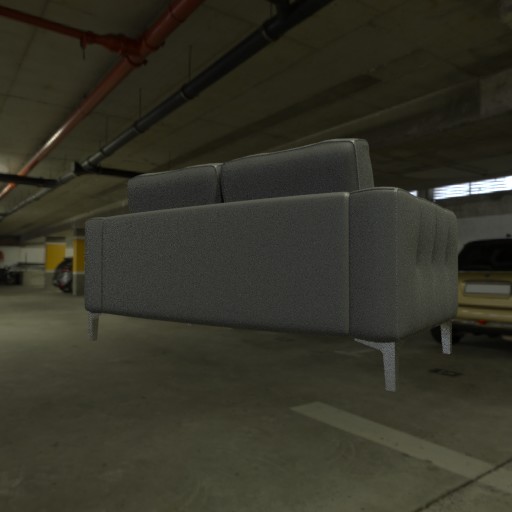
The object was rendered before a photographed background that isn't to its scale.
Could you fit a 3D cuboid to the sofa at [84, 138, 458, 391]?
[{"bbox_3d":[0.000,0.000,2.199,1.726,0.892,0.833,-1,-2,36],"label":"sofa"}]
